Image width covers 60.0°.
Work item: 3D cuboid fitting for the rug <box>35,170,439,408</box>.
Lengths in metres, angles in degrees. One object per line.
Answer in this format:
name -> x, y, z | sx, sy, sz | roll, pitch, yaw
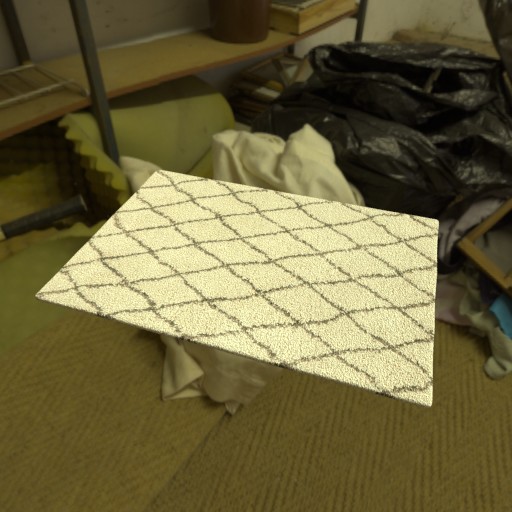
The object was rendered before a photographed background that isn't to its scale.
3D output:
rug -> 0.000, 0.000, 2.291 | 1.778, 0.030, 1.219 | 12, 43, 14
